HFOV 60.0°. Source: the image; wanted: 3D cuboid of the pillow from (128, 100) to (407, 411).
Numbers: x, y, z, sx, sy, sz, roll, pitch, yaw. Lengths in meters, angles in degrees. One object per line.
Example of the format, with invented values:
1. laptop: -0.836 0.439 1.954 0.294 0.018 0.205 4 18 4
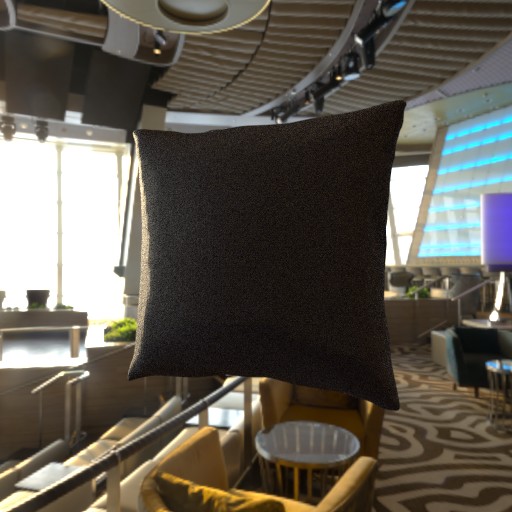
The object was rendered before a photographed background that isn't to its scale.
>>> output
1. pillow: 0.000 0.000 0.697 0.452 0.439 0.204 0 -1 18
